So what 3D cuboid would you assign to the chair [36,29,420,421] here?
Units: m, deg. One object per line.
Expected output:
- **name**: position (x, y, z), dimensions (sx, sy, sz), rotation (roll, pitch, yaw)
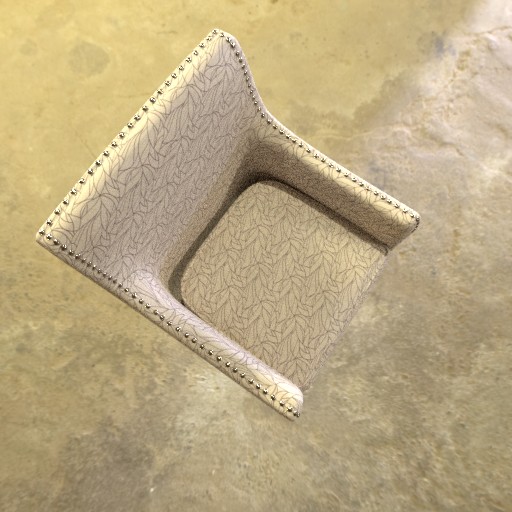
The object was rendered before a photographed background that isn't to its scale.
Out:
- **chair**: position (0.000, 0.000, 1.251), dimensions (0.651, 0.816, 0.623), rotation (34, 77, 9)
